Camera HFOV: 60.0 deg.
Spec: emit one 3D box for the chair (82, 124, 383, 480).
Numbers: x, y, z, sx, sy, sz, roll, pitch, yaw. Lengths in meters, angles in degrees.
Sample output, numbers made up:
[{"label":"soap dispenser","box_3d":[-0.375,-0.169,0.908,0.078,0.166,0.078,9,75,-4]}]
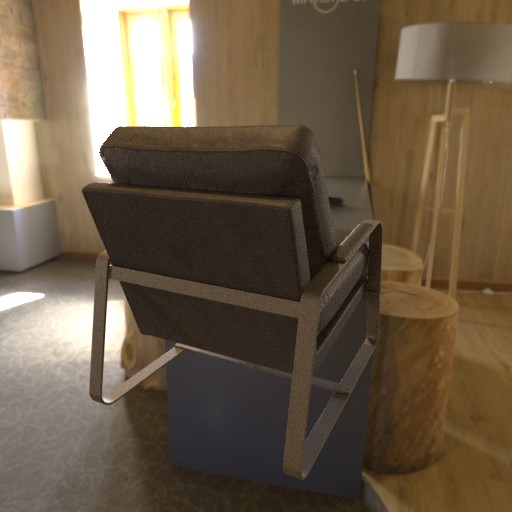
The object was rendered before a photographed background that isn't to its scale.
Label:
[{"label":"chair","box_3d":[0.000,0.000,1.464,0.692,0.839,0.878,9,19,26]}]
